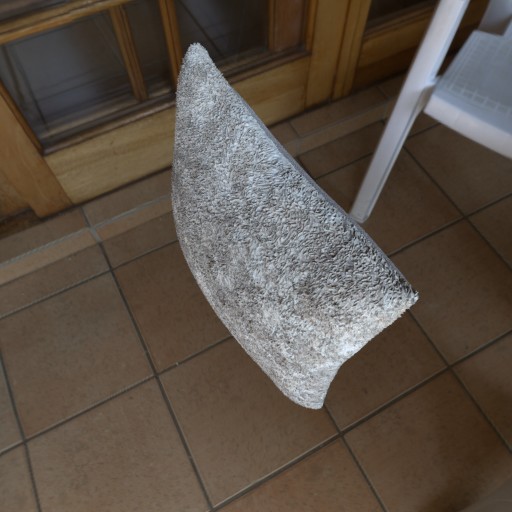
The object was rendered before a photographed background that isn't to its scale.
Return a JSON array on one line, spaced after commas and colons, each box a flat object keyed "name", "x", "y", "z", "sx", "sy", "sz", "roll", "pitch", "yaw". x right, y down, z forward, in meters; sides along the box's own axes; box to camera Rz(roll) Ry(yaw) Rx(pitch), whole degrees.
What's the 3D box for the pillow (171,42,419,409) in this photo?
[{"name": "pillow", "x": 0.000, "y": 0.000, "z": 0.804, "sx": 0.218, "sy": 0.515, "sz": 0.529, "roll": -31, "pitch": 67, "yaw": -15}]
